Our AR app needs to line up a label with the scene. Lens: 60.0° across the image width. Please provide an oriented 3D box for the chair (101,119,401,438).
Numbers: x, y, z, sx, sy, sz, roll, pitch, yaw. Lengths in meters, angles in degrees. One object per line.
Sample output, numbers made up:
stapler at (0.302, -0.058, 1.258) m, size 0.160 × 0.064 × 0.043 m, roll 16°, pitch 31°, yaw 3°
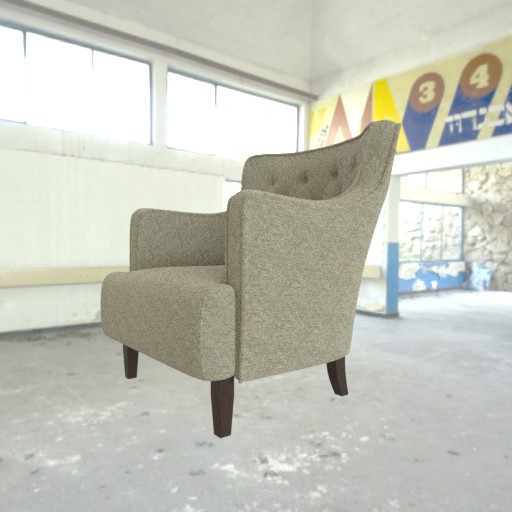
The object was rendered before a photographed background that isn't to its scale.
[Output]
chair at (0.000, 0.000, 1.648) m, size 0.910 × 0.920 × 0.820 m, roll -1°, pitch 1°, yaw -37°
